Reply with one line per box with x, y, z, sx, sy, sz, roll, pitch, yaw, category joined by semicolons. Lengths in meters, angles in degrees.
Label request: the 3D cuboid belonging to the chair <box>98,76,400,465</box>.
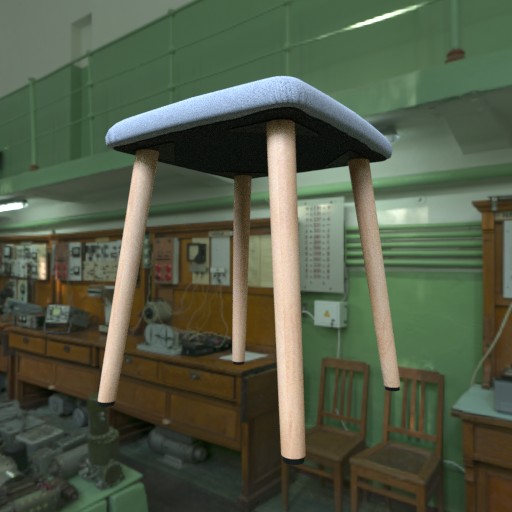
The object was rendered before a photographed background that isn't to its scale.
0.000;0.000;0.695;0.350;0.440;0.350;0;-1;35;chair
